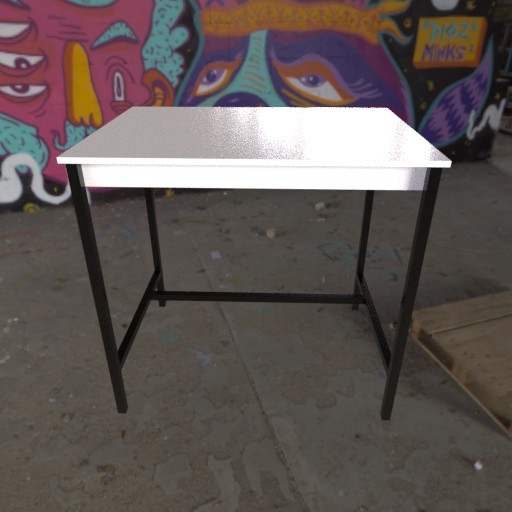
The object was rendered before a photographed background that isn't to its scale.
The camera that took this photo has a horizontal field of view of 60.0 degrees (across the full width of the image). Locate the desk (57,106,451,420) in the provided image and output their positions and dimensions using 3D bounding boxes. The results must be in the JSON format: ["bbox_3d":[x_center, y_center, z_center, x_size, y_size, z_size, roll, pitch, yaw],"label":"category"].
[{"bbox_3d":[0.000,0.000,1.344,0.811,0.766,0.573,1,29,2],"label":"desk"}]
